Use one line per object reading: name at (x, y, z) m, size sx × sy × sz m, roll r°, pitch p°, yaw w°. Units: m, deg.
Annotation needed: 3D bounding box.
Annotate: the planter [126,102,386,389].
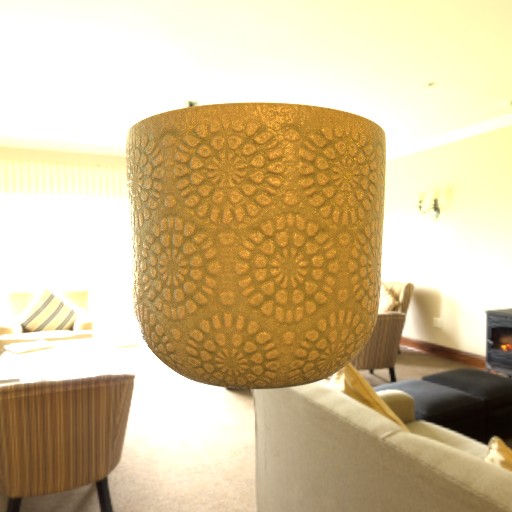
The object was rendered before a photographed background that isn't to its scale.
planter at (0.000, 0.000, 0.301) m, size 0.169 × 0.153 × 0.169 m, roll 0°, pitch 1°, yaw 0°
